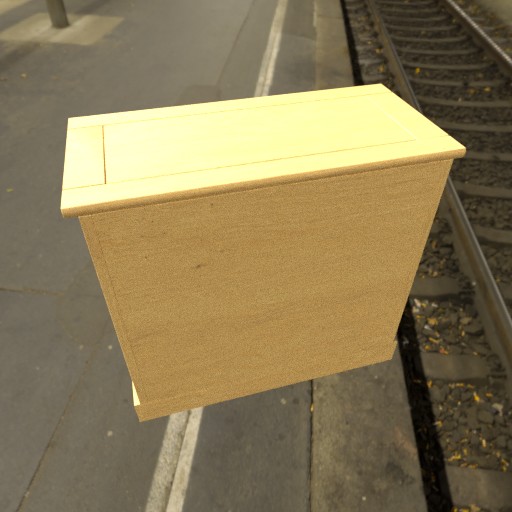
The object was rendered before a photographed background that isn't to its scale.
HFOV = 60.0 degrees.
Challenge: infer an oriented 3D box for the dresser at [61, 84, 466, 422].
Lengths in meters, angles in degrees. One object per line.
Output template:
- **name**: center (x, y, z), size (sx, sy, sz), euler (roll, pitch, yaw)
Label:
- **dresser**: center (0.000, 0.000, 1.393), size (0.915, 0.835, 0.440), euler (-10, 43, -12)
